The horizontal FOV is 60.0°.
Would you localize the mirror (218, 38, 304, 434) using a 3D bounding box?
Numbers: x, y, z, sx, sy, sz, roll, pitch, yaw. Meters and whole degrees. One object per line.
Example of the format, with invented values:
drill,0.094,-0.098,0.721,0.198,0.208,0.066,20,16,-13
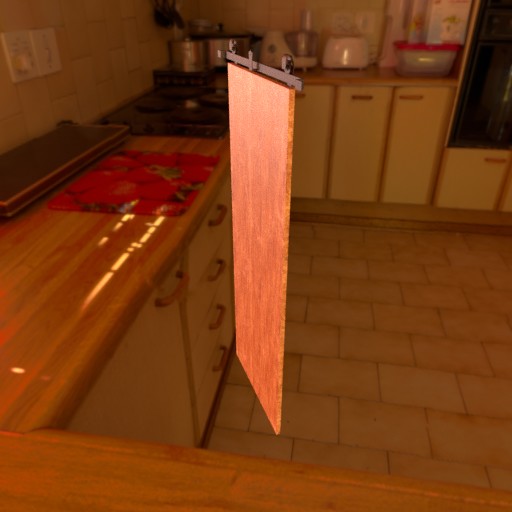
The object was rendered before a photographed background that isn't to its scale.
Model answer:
mirror,0.000,0.000,2.079,0.042,1.793,0.847,-11,33,-18
